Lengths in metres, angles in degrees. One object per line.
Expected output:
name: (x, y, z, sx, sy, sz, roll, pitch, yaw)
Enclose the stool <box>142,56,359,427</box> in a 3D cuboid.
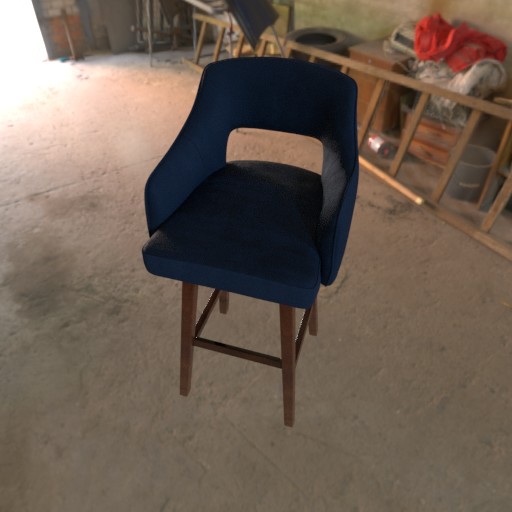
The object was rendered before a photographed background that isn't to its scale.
stool: (0.000, 0.000, 1.405, 0.550, 1.041, 0.560, 12, 43, 13)
